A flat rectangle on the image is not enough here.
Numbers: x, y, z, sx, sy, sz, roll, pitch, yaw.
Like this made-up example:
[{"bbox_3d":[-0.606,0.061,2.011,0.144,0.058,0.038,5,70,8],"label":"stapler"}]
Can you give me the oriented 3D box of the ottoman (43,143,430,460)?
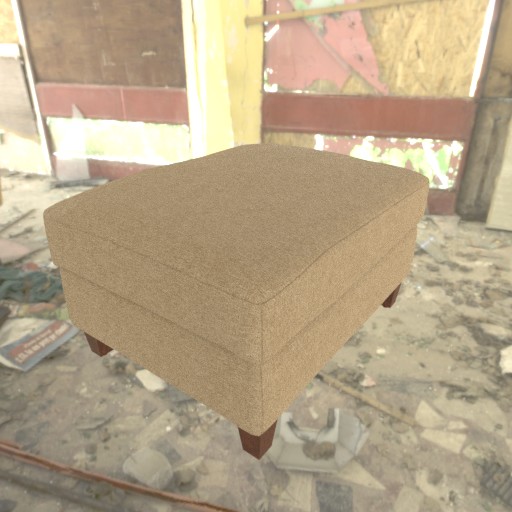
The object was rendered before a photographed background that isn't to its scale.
[{"bbox_3d":[0.000,0.000,1.285,0.692,0.511,0.889,19,32,32],"label":"ottoman"}]
